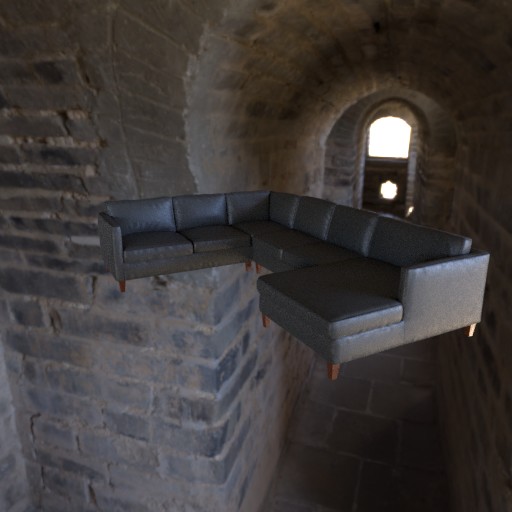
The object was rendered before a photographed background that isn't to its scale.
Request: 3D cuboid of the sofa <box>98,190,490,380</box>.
[{"bbox_3d":[0.000,0.000,4.572,2.593,0.923,3.460,-8,18,-27],"label":"sofa"}]
